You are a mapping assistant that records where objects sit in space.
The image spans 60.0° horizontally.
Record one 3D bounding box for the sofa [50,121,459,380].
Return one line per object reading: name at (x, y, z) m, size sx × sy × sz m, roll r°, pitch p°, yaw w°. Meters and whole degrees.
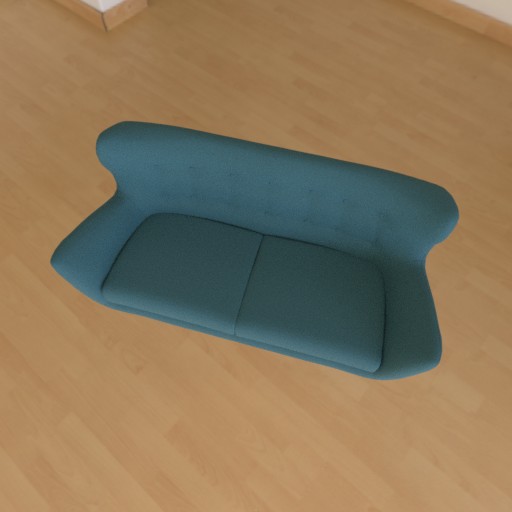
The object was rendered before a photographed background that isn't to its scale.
sofa at (0.000, 0.000, 2.420) m, size 1.930 × 0.890 × 0.889 m, roll 14°, pitch 61°, yaw 8°
